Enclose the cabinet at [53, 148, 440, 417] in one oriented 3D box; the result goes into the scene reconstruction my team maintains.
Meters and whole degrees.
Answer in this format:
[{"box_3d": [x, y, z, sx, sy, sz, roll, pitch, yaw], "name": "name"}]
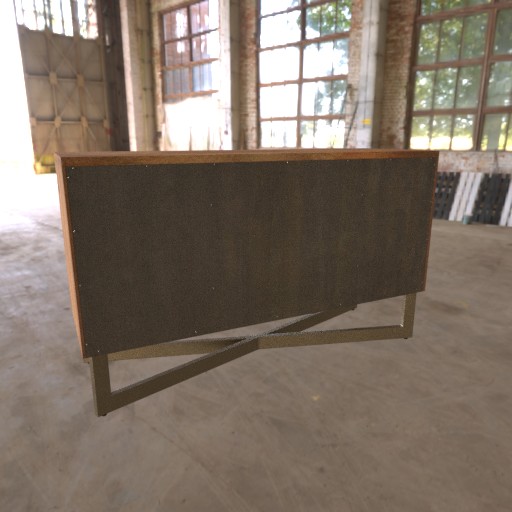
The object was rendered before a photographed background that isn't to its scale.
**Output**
[{"box_3d": [0.000, 0.000, 1.765, 1.373, 0.812, 0.480, -7, 17, -25], "name": "cabinet"}]
